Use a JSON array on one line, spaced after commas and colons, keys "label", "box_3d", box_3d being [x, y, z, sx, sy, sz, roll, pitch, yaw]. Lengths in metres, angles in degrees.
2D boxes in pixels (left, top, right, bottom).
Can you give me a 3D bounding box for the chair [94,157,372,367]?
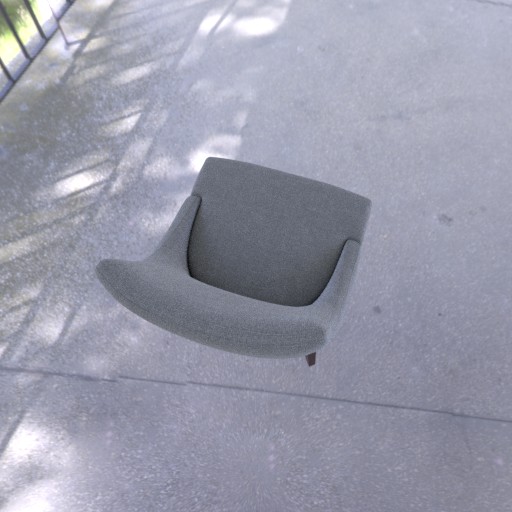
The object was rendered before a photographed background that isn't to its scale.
[{"label": "chair", "box_3d": [0.000, 0.000, 1.516, 0.701, 0.909, 0.861, 17, 65, 8]}]
